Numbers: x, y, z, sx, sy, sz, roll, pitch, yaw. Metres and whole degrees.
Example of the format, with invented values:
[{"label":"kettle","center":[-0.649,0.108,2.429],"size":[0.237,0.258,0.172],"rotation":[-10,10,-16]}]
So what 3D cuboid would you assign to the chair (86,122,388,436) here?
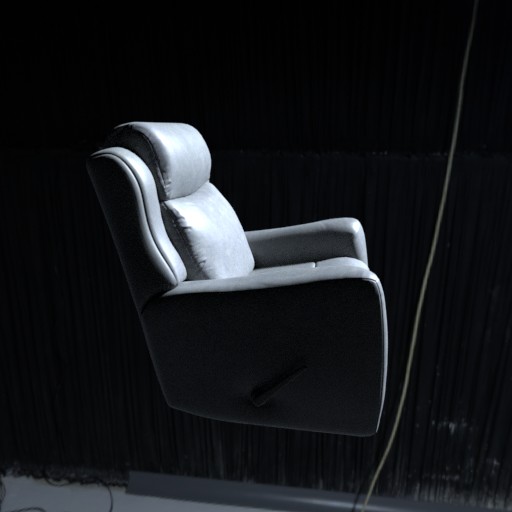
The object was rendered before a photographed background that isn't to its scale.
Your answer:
[{"label":"chair","center":[0.000,0.000,1.934],"size":[1.068,1.116,0.967],"rotation":[3,16,9]}]
